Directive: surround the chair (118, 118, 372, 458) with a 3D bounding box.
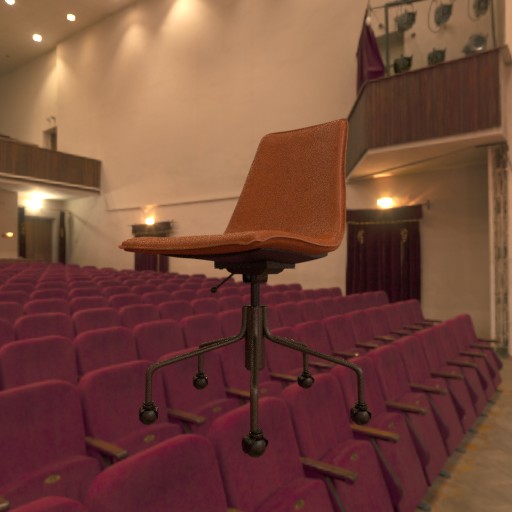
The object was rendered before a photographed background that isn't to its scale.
[{"bbox_3d":[0.000,0.000,1.323,0.651,0.920,0.660,-1,-2,36],"label":"chair"}]
